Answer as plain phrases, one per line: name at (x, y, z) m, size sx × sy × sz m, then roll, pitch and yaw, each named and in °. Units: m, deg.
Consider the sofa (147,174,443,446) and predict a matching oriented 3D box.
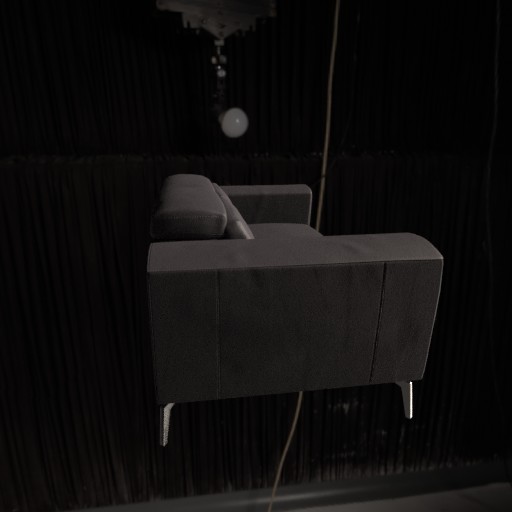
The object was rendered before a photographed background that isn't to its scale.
sofa at (0.000, 0.000, 2.352) m, size 1.003 × 0.779 × 1.895 m, roll -3°, pitch 16°, yaw -9°
